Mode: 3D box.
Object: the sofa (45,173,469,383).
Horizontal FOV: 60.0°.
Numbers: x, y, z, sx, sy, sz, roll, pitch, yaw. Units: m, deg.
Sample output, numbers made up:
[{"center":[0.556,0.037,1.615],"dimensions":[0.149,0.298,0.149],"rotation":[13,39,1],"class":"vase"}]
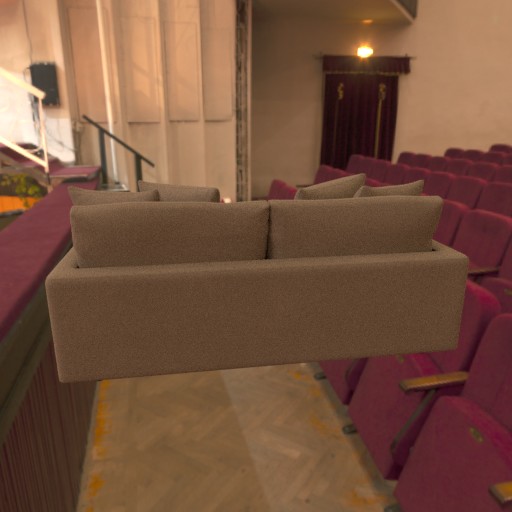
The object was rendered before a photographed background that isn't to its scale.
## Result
[{"center":[0.000,0.000,3.015],"dimensions":[2.380,1.084,1.228],"rotation":[-3,17,-9],"class":"sofa"}]
